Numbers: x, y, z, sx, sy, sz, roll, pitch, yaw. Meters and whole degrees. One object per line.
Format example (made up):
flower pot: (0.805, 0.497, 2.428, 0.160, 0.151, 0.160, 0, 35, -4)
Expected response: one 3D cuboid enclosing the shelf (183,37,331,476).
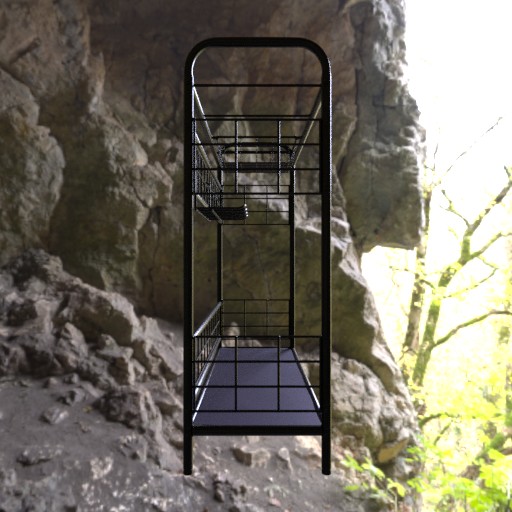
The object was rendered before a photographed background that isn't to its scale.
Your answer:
shelf: (0.000, 0.000, 1.511, 0.350, 1.026, 0.961, 0, 0, 0)
